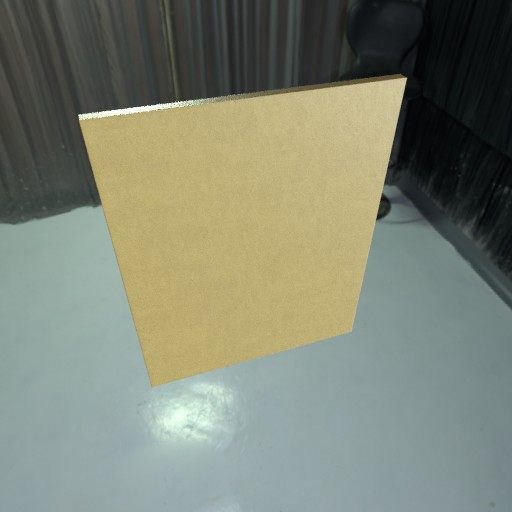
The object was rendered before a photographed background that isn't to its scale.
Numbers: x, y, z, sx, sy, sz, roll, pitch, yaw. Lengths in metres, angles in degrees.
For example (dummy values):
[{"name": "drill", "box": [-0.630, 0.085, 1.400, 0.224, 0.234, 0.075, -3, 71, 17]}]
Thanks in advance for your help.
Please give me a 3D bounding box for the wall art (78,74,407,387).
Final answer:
[{"name": "wall art", "box": [0.000, 0.000, 1.368, 0.798, 1.002, 0.030, -12, 42, -14]}]
